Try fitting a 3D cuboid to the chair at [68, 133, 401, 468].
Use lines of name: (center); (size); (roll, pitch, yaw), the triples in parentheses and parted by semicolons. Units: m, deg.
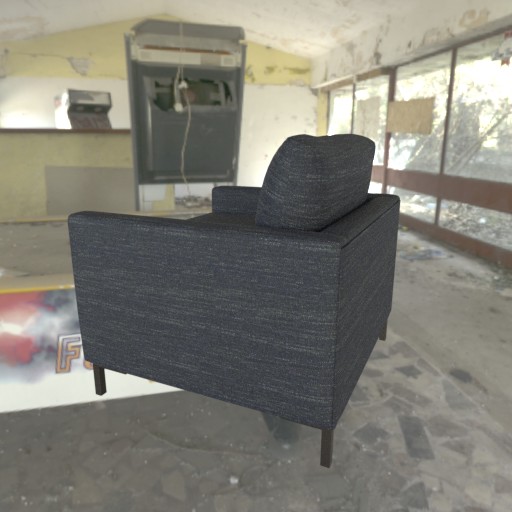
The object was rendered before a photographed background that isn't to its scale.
chair: (0.000, 0.000, 1.615); (0.866, 0.861, 0.963); (7, 16, 24)
